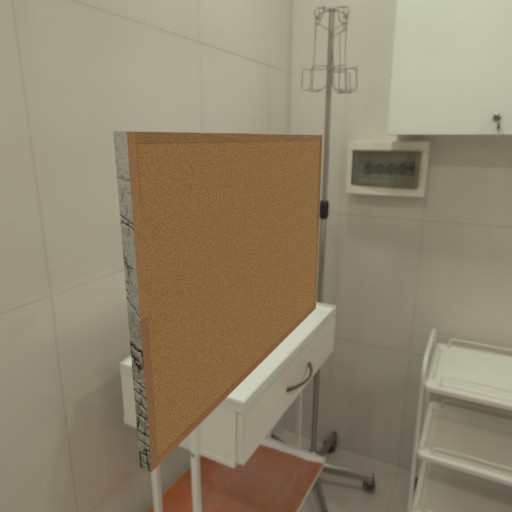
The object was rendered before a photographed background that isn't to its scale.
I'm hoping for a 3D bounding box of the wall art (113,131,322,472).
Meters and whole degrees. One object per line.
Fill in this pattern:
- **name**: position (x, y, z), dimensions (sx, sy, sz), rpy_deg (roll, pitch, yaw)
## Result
- **wall art**: position (0.000, 0.000, 1.426), dimensions (0.035, 0.758, 1.141), rpy_deg (7, 17, 26)
